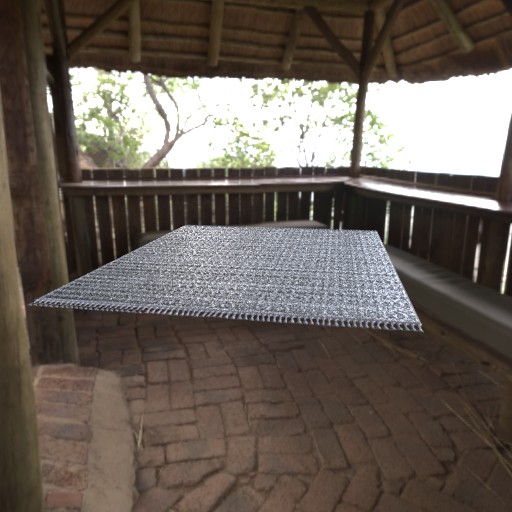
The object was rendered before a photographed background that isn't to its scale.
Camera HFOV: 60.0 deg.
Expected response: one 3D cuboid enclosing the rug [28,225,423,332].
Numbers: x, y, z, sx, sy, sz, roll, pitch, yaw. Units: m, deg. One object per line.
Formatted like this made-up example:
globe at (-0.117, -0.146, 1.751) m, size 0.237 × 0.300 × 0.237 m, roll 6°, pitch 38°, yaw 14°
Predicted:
rug at (0.000, 0.000, 3.827) m, size 2.256 × 0.013 × 2.910 m, roll 2°, pitch 14°, yaw 10°
